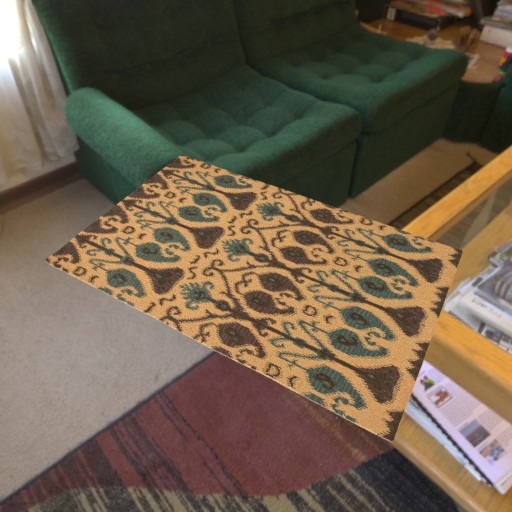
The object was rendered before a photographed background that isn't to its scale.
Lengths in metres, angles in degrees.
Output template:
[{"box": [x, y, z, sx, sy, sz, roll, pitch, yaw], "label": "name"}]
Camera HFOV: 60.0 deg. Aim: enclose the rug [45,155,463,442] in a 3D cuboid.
[{"box": [0.000, 0.000, 2.118, 1.698, 0.013, 1.072, 22, 49, 21], "label": "rug"}]
